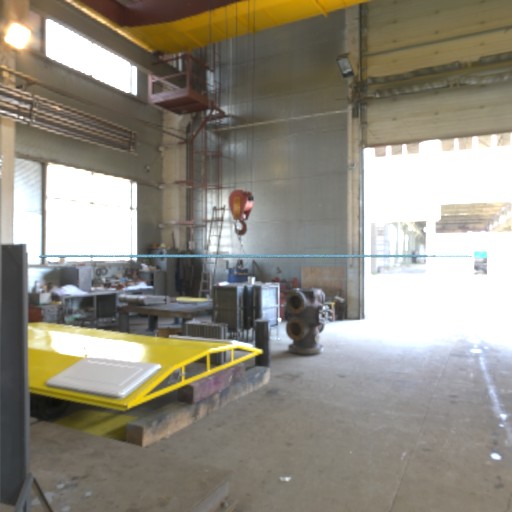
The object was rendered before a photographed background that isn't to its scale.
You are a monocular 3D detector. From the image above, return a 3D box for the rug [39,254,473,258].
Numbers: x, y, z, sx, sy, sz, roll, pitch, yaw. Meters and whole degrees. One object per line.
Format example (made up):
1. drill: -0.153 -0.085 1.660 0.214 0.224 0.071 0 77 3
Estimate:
1. rug: 0.000 0.000 1.470 1.219 0.007 0.604 0 0 -18
